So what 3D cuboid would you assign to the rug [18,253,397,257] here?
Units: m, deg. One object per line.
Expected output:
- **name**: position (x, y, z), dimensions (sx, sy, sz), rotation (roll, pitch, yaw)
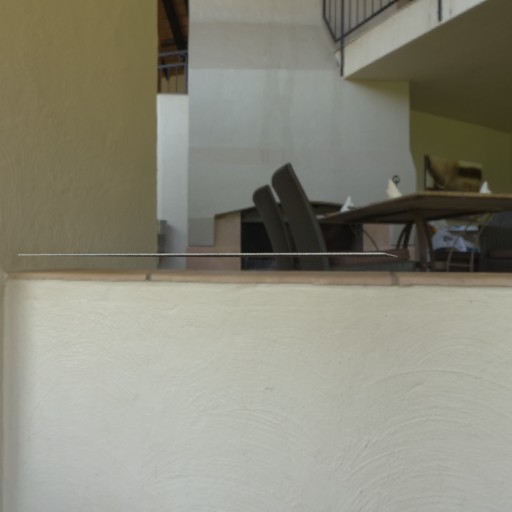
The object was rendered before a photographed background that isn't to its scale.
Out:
- **rug**: position (0.000, 0.000, 4.092), dimensions (2.440, 0.008, 3.036), rotation (0, 0, 19)
